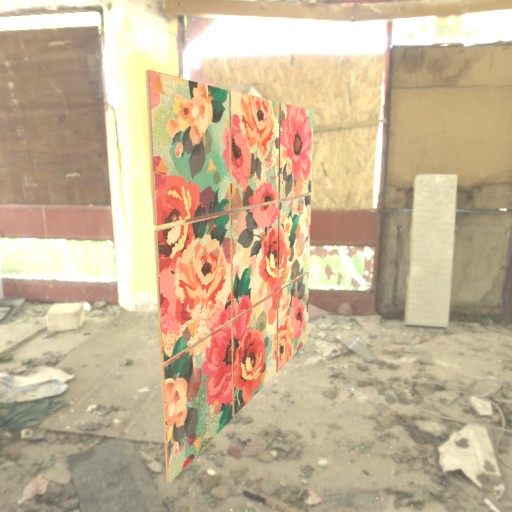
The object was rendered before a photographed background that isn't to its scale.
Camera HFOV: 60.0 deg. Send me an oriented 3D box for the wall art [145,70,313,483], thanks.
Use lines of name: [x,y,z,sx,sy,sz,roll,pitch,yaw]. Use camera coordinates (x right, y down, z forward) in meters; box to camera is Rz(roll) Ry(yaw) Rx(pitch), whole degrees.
wall art: [0.000,0.000,1.792,0.013,1.220,1.216,7,14,26]
